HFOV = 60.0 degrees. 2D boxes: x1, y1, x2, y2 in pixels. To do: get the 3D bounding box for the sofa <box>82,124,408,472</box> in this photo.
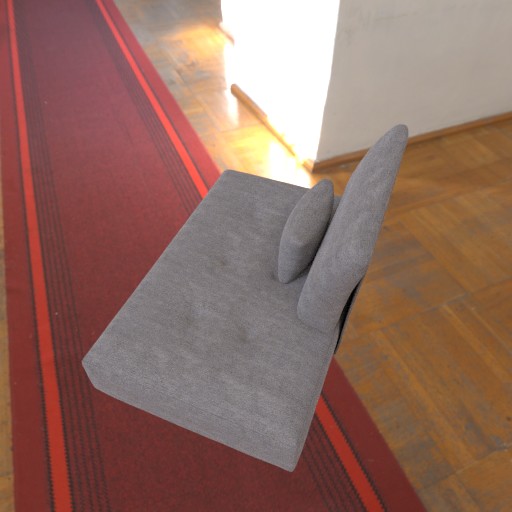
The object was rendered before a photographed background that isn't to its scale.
[{"bbox_3d":[0.000,0.000,2.035,1.002,0.820,1.450,17,49,15],"label":"sofa"}]
